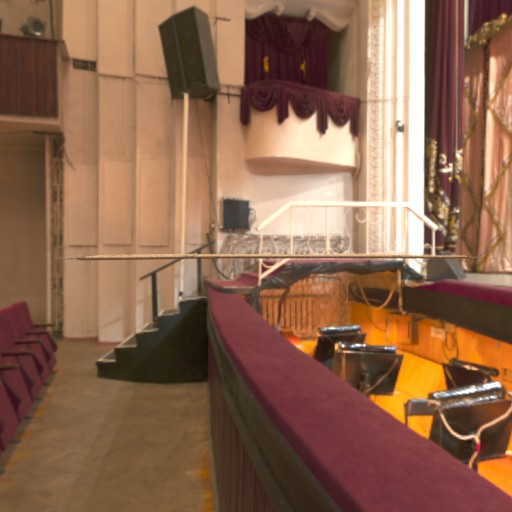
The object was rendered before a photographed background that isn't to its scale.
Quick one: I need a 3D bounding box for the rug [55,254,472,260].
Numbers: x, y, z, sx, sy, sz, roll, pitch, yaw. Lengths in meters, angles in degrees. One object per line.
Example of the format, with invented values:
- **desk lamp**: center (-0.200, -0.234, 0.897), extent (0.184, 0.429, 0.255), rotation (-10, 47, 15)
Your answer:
- **rug**: center (0.000, 0.000, 3.970), extent (3.027, 0.028, 2.125), rotation (0, 0, -17)
